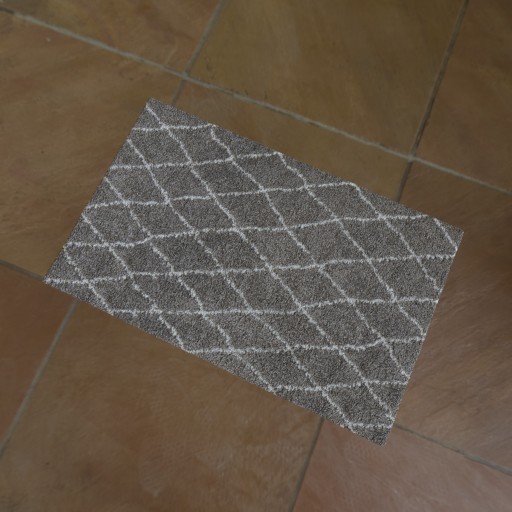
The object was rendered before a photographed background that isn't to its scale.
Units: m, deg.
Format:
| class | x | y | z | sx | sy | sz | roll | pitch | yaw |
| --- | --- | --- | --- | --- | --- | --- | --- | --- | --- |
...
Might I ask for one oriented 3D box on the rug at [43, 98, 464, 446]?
| class | x | y | z | sx | sy | sz | roll | pitch | yaw |
| --- | --- | --- | --- | --- | --- | --- | --- | --- | --- |
| rug | 0.000 | 0.000 | 2.995 | 2.438 | 0.030 | 1.524 | 24 | 78 | 6 |
